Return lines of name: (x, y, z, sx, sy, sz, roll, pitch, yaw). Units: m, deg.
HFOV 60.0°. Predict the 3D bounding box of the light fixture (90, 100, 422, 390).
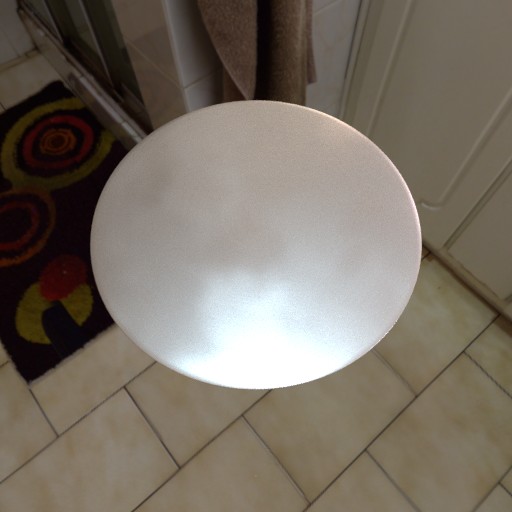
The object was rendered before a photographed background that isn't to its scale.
light fixture: (0.000, 0.000, 0.438, 0.280, 0.135, 0.280, 0, 64, 0)
